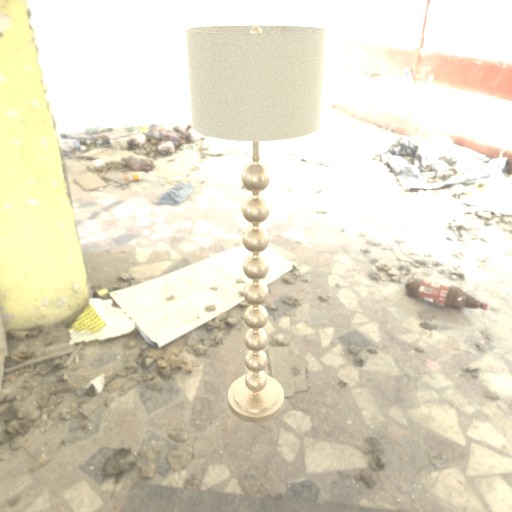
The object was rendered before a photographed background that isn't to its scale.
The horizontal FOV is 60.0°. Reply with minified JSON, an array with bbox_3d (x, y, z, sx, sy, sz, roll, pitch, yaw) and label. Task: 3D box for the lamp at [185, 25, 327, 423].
[{"bbox_3d":[0.000,0.000,1.598,0.394,1.474,0.394,-1,30,-2],"label":"lamp"}]
